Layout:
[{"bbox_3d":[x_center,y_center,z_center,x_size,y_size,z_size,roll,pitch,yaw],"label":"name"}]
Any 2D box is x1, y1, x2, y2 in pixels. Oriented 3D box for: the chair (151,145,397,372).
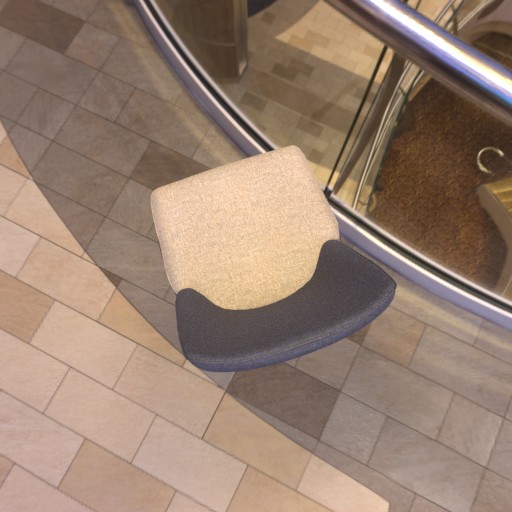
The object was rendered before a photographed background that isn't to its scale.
[{"bbox_3d":[0.000,0.000,1.187,0.480,0.839,0.551,-19,77,-4],"label":"chair"}]
